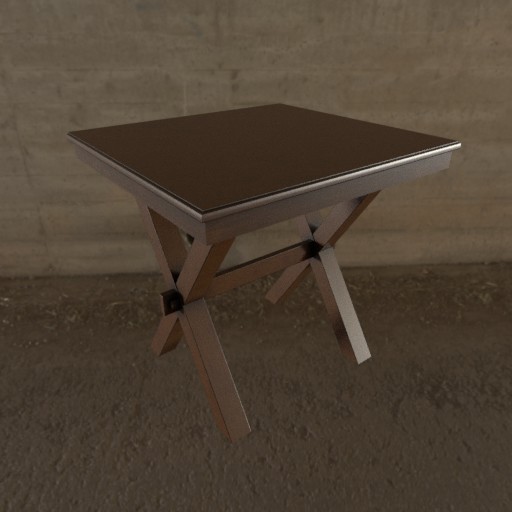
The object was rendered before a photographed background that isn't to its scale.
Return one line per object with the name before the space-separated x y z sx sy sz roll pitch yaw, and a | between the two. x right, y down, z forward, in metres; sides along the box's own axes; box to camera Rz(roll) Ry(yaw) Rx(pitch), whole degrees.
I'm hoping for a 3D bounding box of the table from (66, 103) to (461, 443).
table | 0.000 0.000 1.049 0.602 0.562 0.560 -20 34 -32
